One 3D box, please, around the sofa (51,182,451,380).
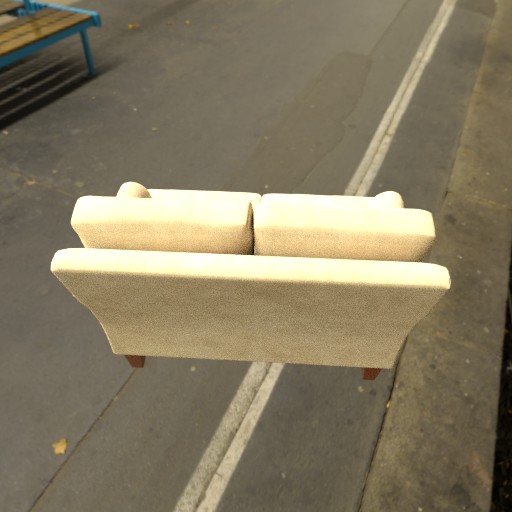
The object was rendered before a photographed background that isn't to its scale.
[{"bbox_3d":[0.000,0.000,2.255,1.498,1.087,1.086,2,45,2],"label":"sofa"}]
